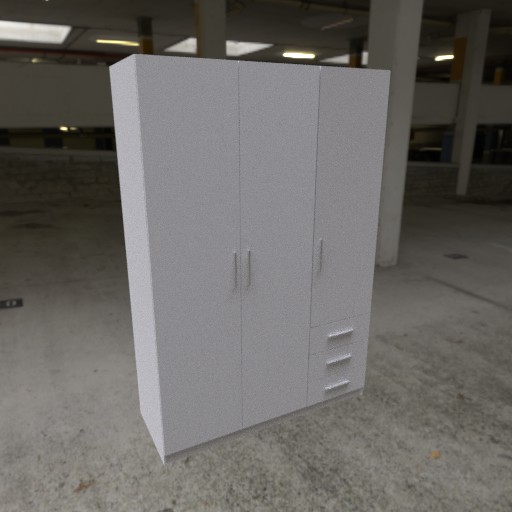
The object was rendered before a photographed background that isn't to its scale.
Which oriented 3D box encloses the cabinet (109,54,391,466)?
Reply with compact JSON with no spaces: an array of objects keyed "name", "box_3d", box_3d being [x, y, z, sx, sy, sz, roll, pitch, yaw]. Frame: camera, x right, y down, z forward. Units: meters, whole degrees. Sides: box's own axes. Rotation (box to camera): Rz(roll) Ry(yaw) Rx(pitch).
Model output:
[{"name":"cabinet","box_3d":[0.000,0.000,2.439,1.290,1.910,0.510,-9,19,-27]}]
